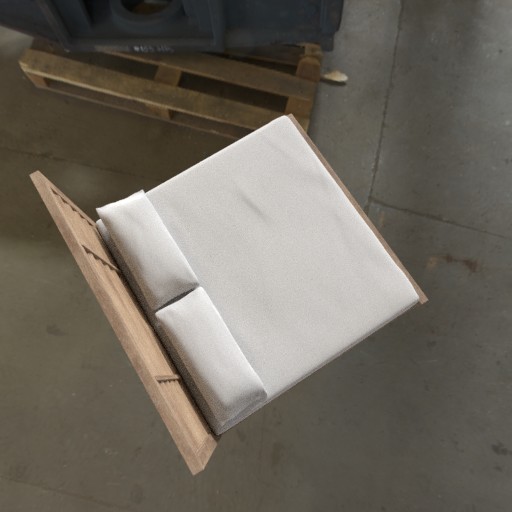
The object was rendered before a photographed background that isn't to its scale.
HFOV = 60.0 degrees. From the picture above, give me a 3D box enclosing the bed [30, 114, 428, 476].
[{"bbox_3d":[0.000,0.000,3.463,2.062,1.626,2.032,-31,78,-8],"label":"bed"}]
